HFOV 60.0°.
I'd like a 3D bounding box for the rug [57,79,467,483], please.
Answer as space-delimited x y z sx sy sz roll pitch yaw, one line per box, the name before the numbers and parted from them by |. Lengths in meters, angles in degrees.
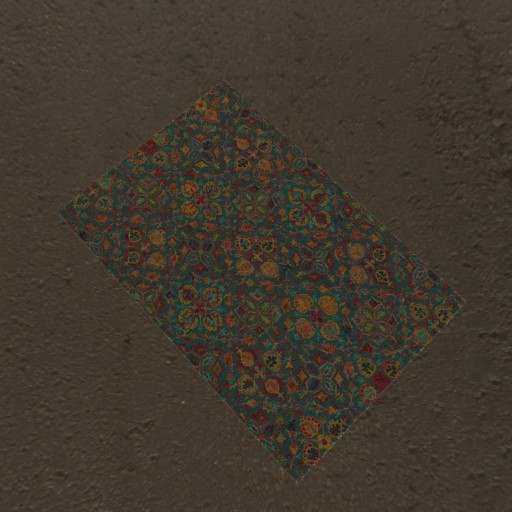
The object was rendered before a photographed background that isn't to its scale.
rug | 0.000 0.000 2.901 1.527 0.016 2.290 -42 78 -11
